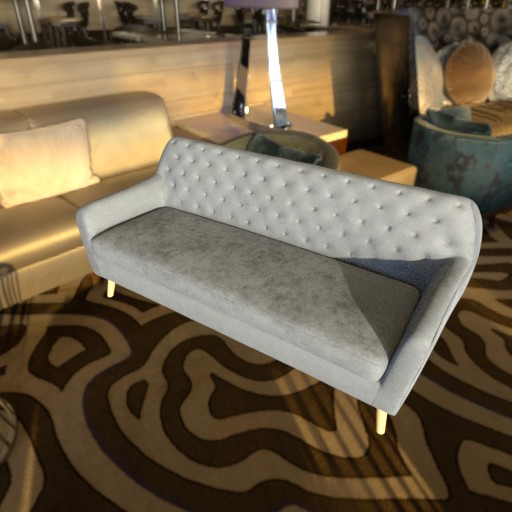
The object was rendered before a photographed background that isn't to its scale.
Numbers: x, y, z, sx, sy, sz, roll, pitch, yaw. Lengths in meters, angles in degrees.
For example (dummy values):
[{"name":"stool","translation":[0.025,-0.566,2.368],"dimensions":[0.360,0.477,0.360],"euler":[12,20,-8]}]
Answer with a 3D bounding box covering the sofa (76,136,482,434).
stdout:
[{"name":"sofa","translation":[0.000,0.000,2.334],"dimensions":[1.975,0.832,0.841],"euler":[19,36,29]}]
